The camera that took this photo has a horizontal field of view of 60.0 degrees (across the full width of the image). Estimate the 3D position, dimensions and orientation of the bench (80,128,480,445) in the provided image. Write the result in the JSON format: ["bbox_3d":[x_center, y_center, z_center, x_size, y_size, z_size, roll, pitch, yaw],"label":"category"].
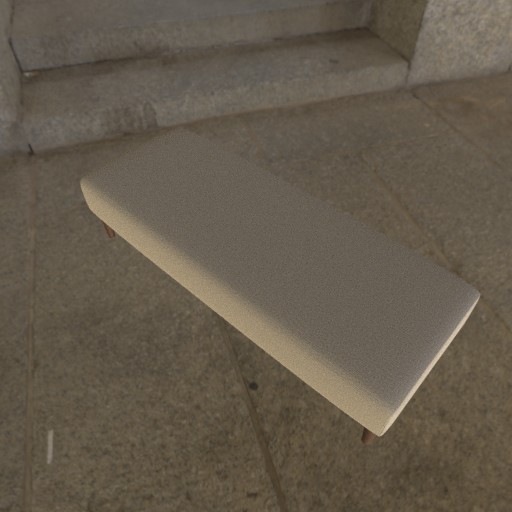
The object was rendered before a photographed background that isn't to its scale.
[{"bbox_3d":[0.000,0.000,1.882,1.609,0.393,0.646,34,55,27],"label":"bench"}]
